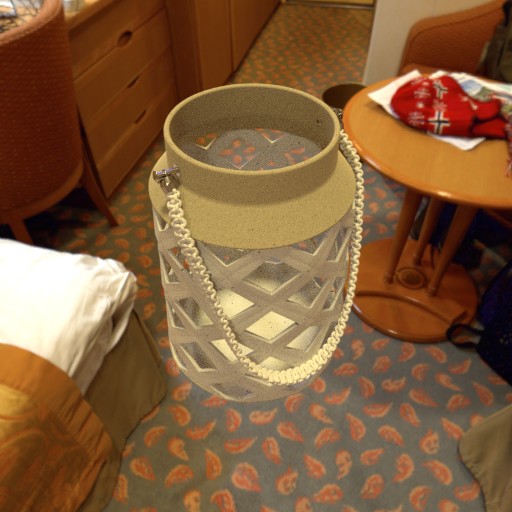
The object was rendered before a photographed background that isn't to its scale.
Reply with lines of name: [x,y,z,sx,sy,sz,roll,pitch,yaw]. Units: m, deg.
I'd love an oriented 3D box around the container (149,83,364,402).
container: [0.000,0.000,0.407,0.188,0.264,0.198,-24,51,-22]
